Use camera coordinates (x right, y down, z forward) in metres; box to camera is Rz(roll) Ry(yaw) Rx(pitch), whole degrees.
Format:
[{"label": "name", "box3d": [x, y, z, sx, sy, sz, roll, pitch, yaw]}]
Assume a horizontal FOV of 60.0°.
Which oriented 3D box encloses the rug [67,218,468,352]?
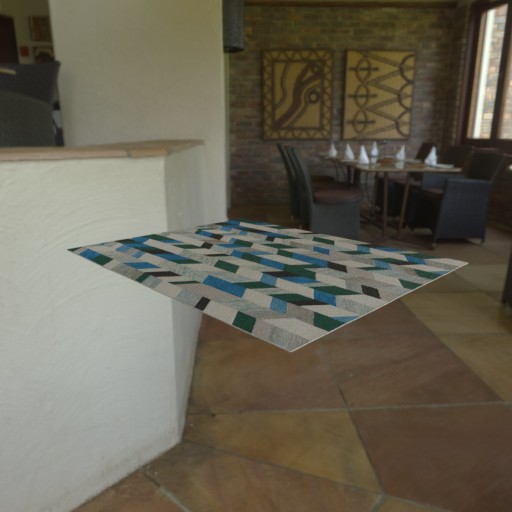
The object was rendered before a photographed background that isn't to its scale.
[{"label": "rug", "box3d": [0.000, 0.000, 4.245, 2.440, 0.008, 3.036, -15, 21, -42]}]
